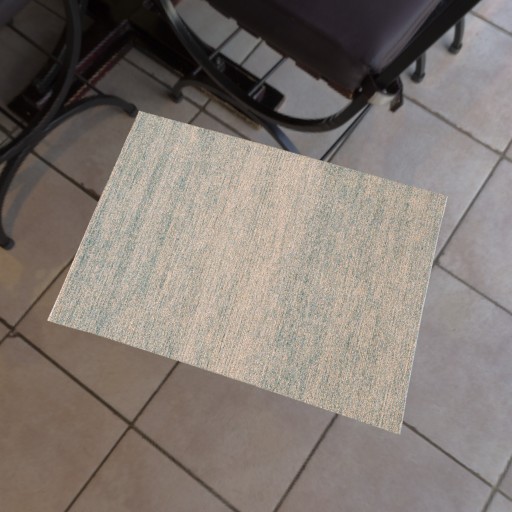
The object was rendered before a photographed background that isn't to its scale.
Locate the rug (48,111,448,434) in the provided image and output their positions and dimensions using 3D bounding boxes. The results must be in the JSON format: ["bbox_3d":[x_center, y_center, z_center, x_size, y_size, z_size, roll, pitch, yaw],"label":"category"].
[{"bbox_3d":[0.000,0.000,2.950,2.306,0.030,1.613,17,75,5],"label":"rug"}]
